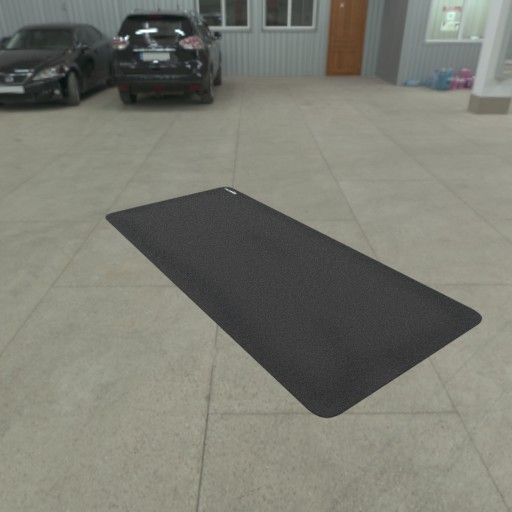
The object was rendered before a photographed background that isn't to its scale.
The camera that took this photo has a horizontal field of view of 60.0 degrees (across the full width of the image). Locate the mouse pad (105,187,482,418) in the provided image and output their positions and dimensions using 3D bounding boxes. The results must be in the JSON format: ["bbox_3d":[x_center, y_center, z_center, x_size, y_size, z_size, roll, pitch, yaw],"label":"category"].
[{"bbox_3d":[0.000,0.000,1.047,0.424,0.003,0.907,-19,34,-31],"label":"mouse pad"}]
